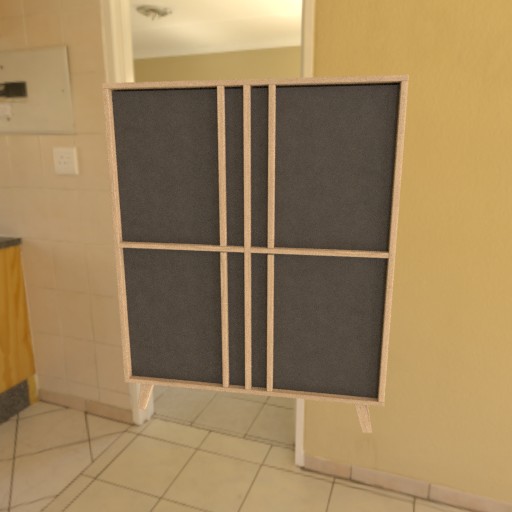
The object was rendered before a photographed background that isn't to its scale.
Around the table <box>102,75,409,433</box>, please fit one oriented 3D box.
[{"bbox_3d":[0.000,0.000,1.930,1.111,1.388,0.398,2,14,10],"label":"table"}]
